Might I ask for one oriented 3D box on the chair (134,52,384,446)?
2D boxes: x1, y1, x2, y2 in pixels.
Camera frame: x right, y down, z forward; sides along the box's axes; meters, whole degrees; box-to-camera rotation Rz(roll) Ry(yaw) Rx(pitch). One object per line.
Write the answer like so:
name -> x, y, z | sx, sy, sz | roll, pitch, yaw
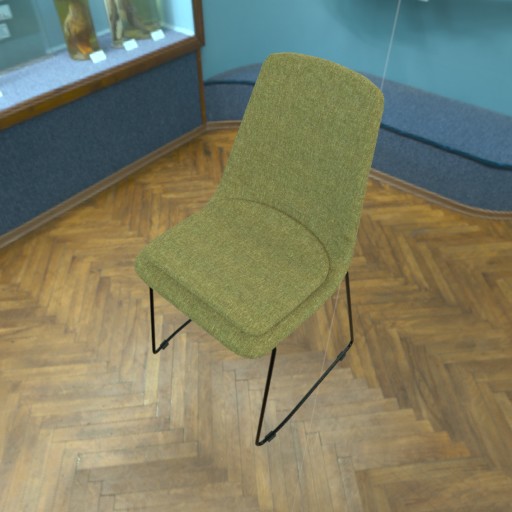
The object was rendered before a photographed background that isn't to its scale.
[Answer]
chair -> 0.000, 0.000, 1.141 | 0.479, 0.849, 0.496 | 32, 54, 27
